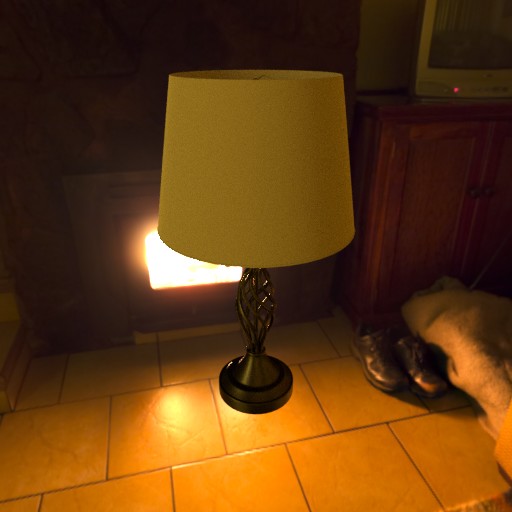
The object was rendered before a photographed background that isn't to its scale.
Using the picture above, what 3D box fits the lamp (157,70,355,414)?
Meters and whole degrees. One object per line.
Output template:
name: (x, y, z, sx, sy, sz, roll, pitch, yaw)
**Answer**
lamp: (0.000, 0.000, 0.781, 0.331, 0.594, 0.331, 0, 25, 0)
